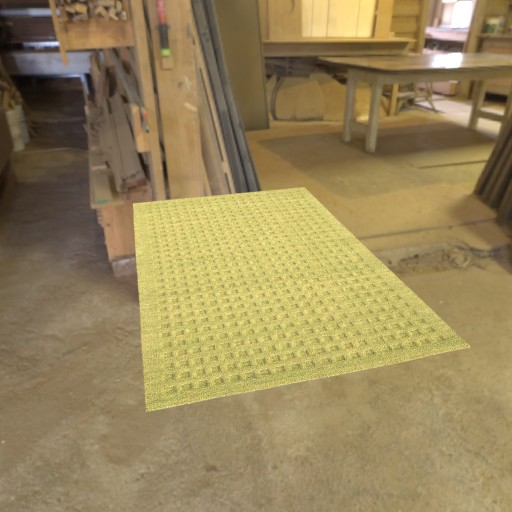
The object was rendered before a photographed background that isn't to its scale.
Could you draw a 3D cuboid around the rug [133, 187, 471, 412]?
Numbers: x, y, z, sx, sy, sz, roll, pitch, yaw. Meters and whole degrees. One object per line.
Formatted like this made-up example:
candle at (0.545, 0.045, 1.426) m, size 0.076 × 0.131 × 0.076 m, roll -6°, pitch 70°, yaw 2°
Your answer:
rug at (0.000, 0.000, 2.919) m, size 1.529 × 0.007 × 2.297 m, roll -7°, pitch 30°, yaw -13°
